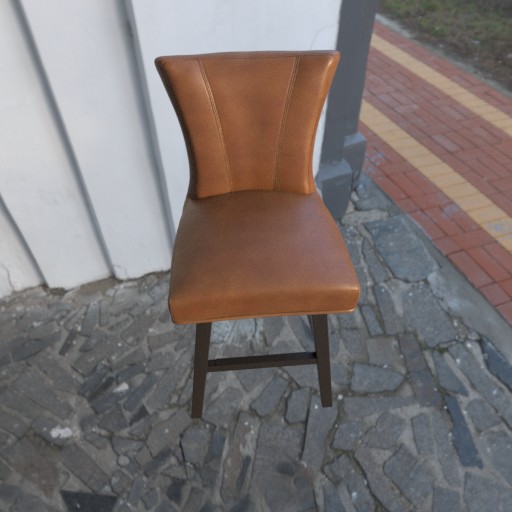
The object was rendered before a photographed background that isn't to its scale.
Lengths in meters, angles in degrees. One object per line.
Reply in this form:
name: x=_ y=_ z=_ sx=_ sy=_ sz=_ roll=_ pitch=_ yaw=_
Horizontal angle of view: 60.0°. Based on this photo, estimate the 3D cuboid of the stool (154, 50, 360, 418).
stool: x=0.000 y=0.000 z=1.429 sx=0.522 sy=1.094 sz=0.585 roll=-4 pitch=47 yaw=-3
